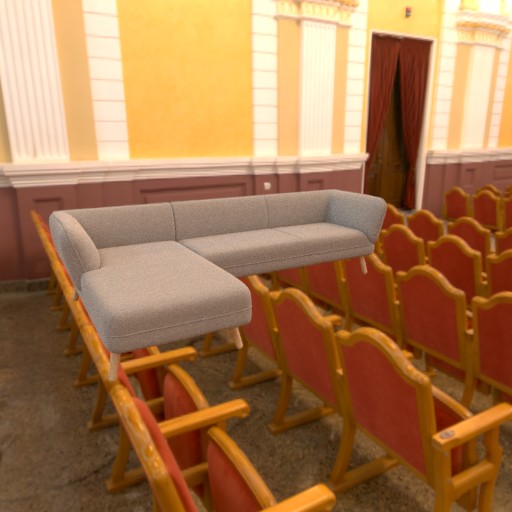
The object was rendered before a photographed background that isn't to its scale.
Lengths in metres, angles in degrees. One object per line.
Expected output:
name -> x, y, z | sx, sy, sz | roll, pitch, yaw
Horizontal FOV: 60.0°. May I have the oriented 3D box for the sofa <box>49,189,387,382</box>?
sofa -> 0.000, 0.000, 3.319 | 2.653, 0.693, 1.532 | -9, 18, -28
